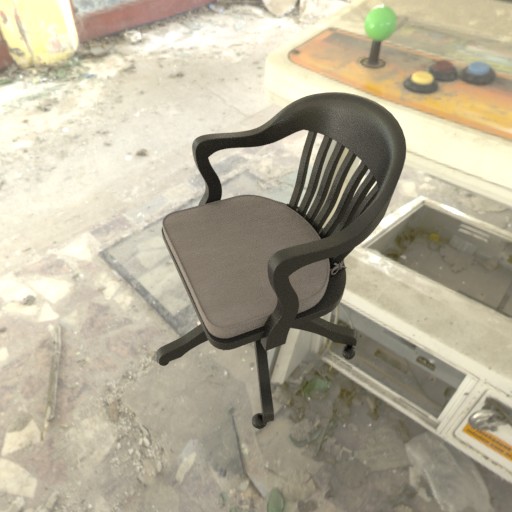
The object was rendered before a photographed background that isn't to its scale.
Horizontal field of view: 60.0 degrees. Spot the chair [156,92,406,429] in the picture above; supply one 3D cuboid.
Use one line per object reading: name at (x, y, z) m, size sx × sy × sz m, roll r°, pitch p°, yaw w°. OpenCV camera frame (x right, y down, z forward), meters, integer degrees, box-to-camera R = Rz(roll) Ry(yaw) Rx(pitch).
chair at (0.000, 0.000, 1.449) m, size 0.788 × 0.878 × 0.750 m, roll -18°, pitch 48°, yaw -17°
